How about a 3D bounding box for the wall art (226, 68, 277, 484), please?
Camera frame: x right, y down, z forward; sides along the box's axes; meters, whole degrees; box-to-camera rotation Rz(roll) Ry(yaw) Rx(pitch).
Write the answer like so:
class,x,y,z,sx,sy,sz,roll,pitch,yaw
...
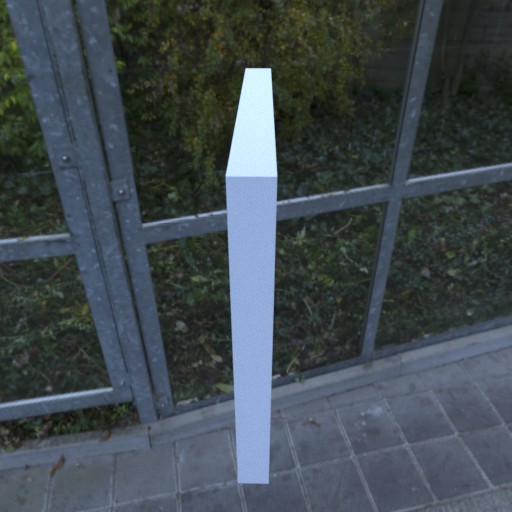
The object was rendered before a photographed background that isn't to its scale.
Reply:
class,x,y,z,sx,sy,sz,roll,pitch,yaw
wall art,0.000,0.000,0.606,0.038,0.406,0.406,1,33,1
